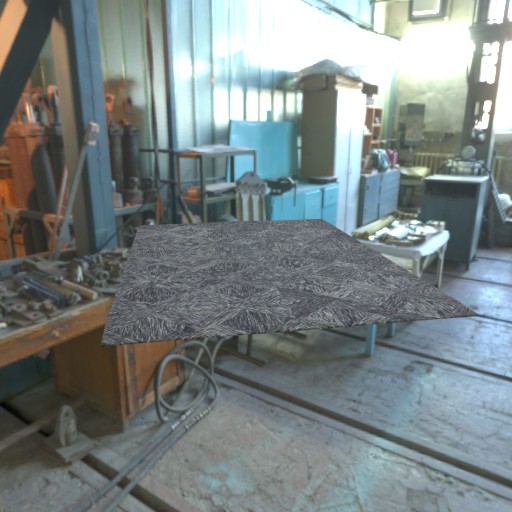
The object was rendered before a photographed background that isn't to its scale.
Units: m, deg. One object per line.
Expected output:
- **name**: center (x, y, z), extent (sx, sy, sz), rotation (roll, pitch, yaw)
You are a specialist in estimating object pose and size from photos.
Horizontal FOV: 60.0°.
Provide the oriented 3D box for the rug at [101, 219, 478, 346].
- **rug**: center (0.000, 0.000, 5.289), extent (2.997, 0.020, 4.093), rotation (-3, 16, -10)
